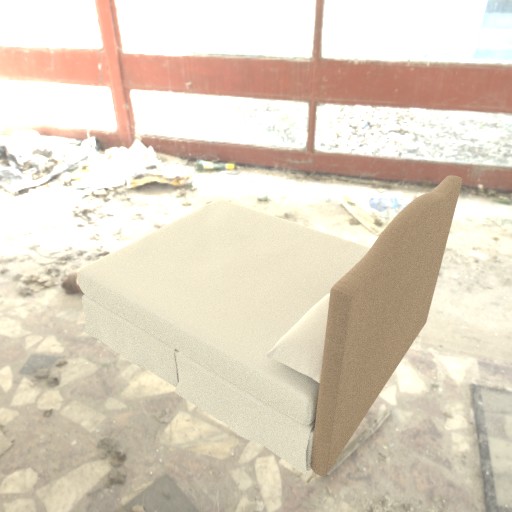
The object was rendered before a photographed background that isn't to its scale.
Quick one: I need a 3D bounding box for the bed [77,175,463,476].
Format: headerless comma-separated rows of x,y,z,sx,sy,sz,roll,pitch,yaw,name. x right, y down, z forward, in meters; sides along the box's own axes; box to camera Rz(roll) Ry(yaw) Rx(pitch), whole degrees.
0.000,0.000,3.369,2.282,1.436,1.821,21,37,31,bed
